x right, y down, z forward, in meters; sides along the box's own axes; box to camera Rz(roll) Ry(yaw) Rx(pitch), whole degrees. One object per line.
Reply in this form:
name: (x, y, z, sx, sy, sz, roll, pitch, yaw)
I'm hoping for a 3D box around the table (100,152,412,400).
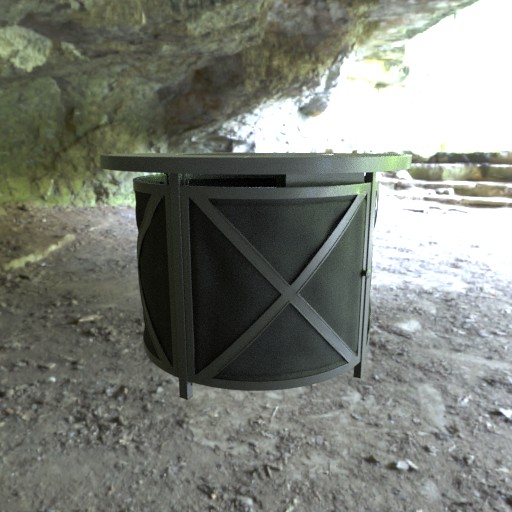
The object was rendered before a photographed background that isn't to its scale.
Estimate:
table: (0.000, 0.000, 1.451, 0.914, 0.650, 0.914, 0, 14, 0)
